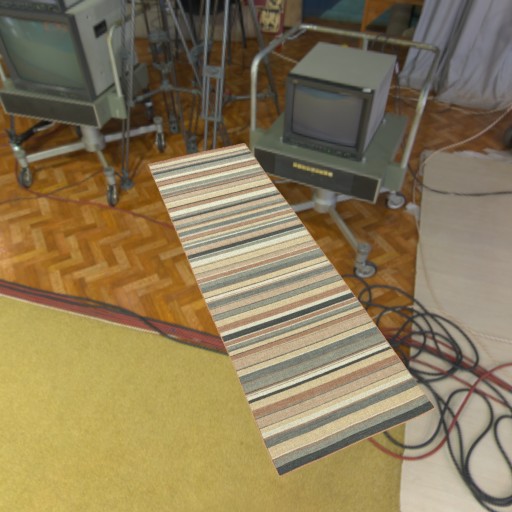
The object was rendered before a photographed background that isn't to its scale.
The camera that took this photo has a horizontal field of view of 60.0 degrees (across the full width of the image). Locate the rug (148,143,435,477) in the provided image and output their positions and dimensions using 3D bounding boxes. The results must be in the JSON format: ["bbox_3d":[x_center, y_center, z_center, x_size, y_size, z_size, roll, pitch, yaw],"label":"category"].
[{"bbox_3d":[0.000,0.000,2.723,0.799,0.010,2.444,-16,48,-15],"label":"rug"}]
